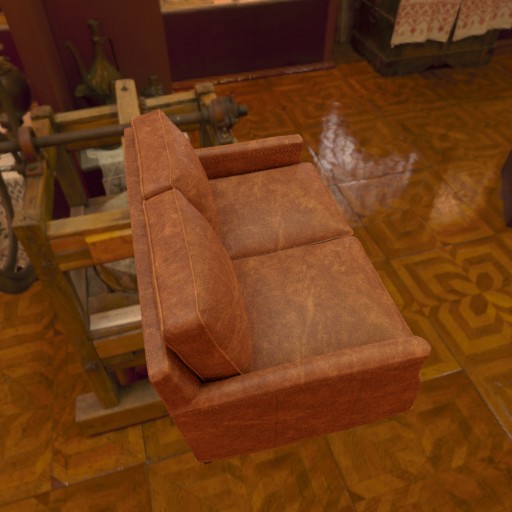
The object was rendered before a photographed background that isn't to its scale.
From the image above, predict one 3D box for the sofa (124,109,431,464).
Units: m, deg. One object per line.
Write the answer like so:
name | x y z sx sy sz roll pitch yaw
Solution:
sofa | 0.000 0.000 2.191 1.084 1.003 1.597 -11 48 -10
